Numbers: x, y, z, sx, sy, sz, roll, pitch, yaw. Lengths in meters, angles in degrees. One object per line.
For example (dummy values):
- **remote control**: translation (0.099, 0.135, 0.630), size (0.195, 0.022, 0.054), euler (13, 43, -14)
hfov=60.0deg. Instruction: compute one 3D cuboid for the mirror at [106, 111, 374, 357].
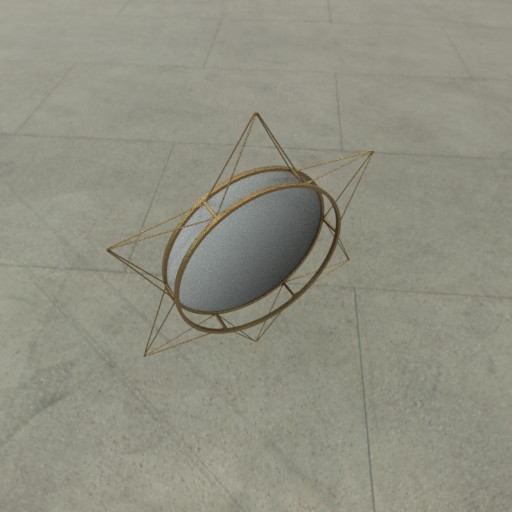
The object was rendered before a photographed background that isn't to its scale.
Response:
- **mirror**: translation (0.000, 0.000, 0.826), size (0.498, 0.581, 0.062), euler (-23, 51, -21)
